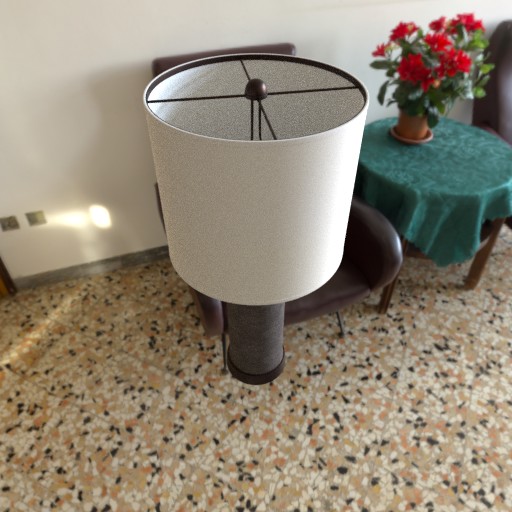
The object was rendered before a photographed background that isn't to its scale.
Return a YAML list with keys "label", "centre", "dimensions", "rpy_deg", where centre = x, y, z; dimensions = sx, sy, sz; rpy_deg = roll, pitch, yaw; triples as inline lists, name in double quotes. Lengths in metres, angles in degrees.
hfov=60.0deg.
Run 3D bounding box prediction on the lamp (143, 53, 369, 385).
- label: "lamp"
  centre: [0.000, 0.000, 0.799]
  dimensions: [0.301, 0.630, 0.301]
  rpy_deg: [25, 47, 25]
